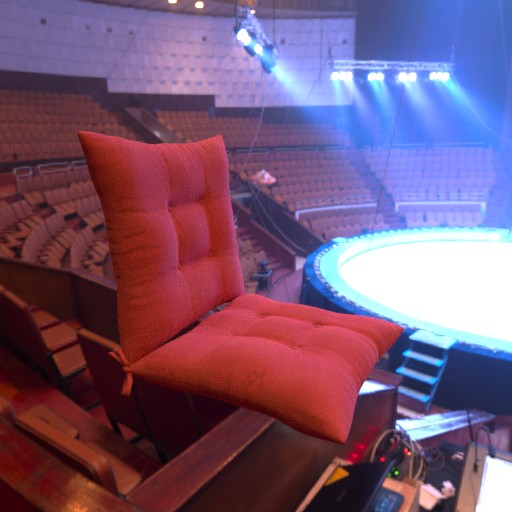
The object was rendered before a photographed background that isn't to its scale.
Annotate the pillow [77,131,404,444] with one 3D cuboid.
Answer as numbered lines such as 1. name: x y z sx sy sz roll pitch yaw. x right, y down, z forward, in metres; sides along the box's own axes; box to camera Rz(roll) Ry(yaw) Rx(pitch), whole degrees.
1. pillow: 0.000 0.000 0.988 0.585 0.536 0.541 7 16 27
